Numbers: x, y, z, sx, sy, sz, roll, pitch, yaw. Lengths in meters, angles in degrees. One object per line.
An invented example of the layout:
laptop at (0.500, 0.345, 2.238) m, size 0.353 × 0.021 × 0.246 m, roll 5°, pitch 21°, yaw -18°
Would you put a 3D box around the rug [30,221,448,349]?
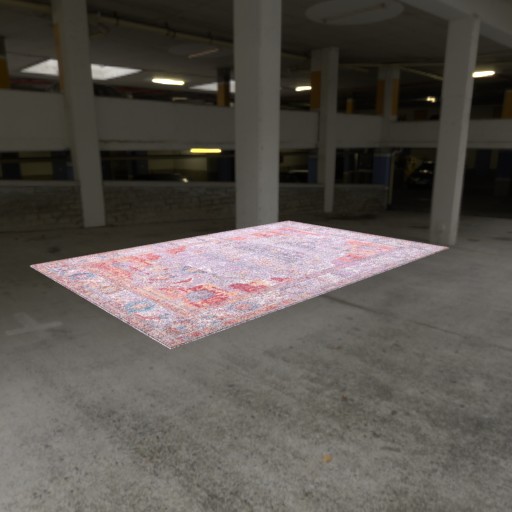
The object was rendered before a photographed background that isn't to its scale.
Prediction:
rug at (0.000, 0.000, 2.302) m, size 1.829 × 0.005 × 1.219 m, roll -13°, pitch 19°, yaw -42°
